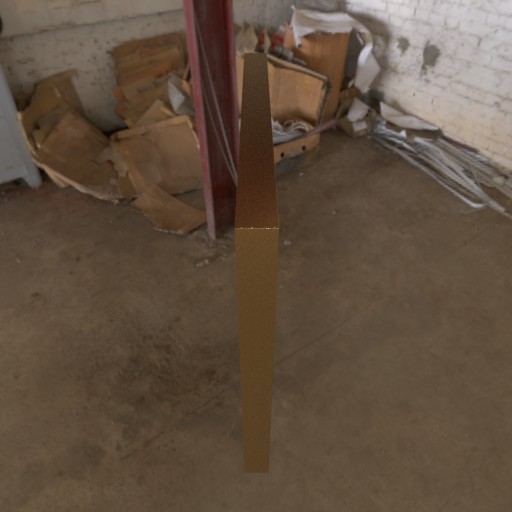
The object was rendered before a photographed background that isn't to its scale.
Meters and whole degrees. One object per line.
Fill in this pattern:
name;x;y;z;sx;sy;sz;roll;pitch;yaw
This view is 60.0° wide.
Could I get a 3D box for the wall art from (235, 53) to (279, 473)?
wall art;0.000;0.000;0.759;0.040;0.509;0.509;0;41;0
